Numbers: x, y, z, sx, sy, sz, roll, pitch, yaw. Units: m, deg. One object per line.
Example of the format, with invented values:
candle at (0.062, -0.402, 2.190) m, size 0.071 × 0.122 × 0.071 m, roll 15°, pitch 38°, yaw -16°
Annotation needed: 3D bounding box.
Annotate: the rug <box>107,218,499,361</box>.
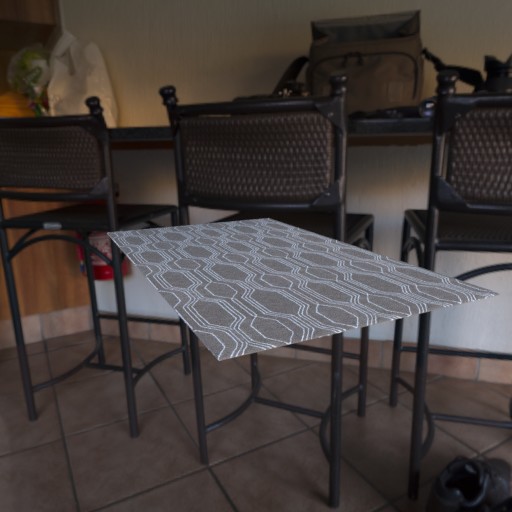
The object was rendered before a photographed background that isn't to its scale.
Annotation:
rug at (0.000, 0.000, 2.972) m, size 1.541 × 0.012 × 2.457 m, roll -7°, pitch 17°, yaw -26°
